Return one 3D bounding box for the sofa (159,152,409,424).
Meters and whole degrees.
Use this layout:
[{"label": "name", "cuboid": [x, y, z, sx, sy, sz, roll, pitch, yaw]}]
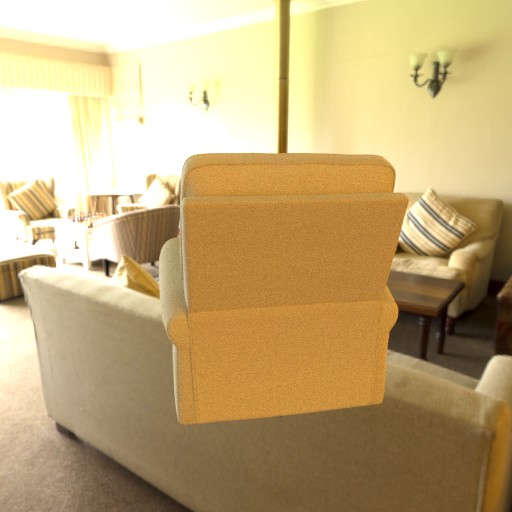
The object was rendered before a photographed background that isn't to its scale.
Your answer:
[{"label": "sofa", "cuboid": [0.000, 0.000, 2.056, 0.880, 0.959, 1.478, -3, 15, -10]}]
